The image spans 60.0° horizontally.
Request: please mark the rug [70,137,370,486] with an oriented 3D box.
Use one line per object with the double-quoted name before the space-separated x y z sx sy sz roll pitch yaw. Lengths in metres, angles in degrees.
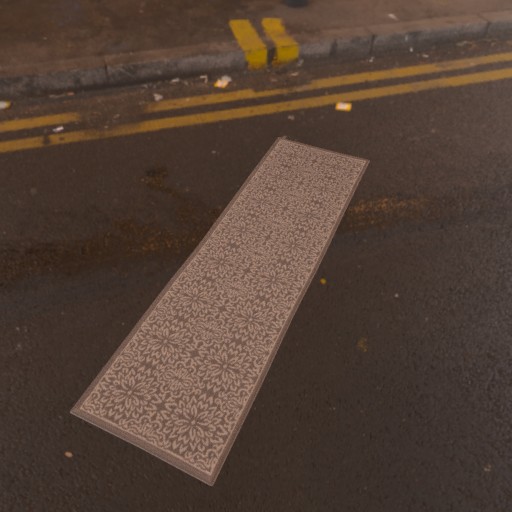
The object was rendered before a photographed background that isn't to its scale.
"rug" 0.000 0.000 2.382 0.662 0.011 2.196 19 51 16
